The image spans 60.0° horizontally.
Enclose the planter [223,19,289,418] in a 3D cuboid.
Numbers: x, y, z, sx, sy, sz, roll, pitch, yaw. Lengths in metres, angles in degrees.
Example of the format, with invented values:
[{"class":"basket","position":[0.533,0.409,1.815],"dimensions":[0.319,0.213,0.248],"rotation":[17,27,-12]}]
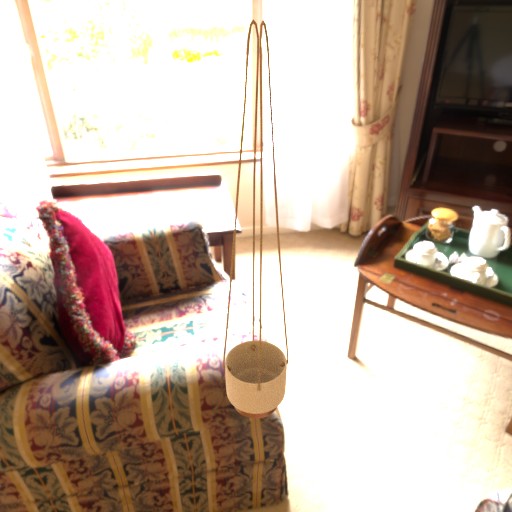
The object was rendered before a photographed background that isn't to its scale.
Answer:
[{"class":"planter","position":[0.000,0.000,0.891],"dimensions":[0.146,0.841,0.146],"rotation":[23,38,33]}]
